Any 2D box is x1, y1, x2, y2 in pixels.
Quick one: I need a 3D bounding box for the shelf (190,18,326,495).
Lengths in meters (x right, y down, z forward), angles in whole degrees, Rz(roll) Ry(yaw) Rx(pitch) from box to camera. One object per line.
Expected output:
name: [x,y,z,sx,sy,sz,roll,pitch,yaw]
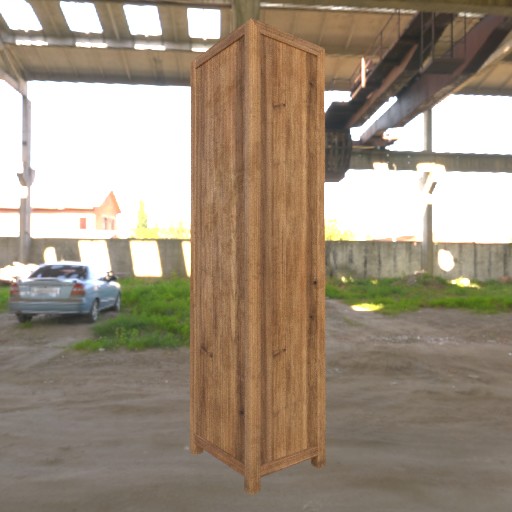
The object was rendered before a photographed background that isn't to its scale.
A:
shelf: [0.000,0.000,2.091,0.428,1.900,0.500,0,-1,-37]
